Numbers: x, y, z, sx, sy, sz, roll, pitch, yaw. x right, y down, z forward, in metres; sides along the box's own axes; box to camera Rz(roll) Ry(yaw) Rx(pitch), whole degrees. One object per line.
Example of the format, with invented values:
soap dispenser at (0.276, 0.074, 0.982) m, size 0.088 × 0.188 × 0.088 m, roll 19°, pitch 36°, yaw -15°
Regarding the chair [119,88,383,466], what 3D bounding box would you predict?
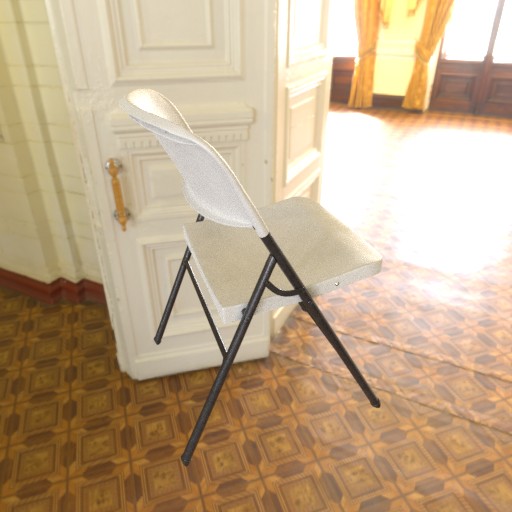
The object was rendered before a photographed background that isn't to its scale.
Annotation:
chair at (0.000, 0.000, 1.145) m, size 0.566 × 0.810 × 0.494 m, roll -10°, pitch 31°, yaw -17°
